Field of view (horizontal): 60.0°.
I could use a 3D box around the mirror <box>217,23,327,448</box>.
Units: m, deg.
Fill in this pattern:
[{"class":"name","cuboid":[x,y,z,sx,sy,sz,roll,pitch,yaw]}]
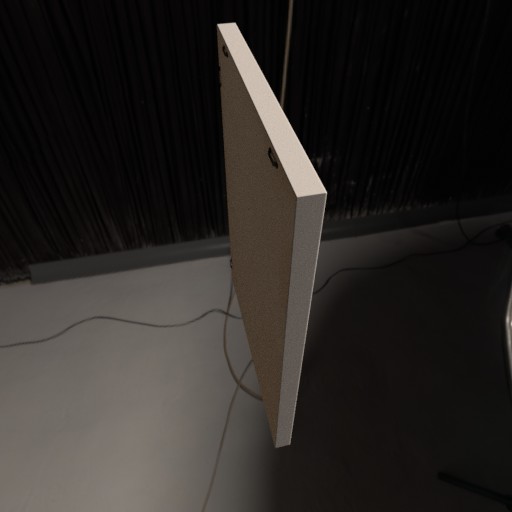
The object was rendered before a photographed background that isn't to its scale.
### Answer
[{"class":"mirror","cuboid":[0.000,0.000,0.896,0.039,0.710,0.507,-9,47,-9]}]
